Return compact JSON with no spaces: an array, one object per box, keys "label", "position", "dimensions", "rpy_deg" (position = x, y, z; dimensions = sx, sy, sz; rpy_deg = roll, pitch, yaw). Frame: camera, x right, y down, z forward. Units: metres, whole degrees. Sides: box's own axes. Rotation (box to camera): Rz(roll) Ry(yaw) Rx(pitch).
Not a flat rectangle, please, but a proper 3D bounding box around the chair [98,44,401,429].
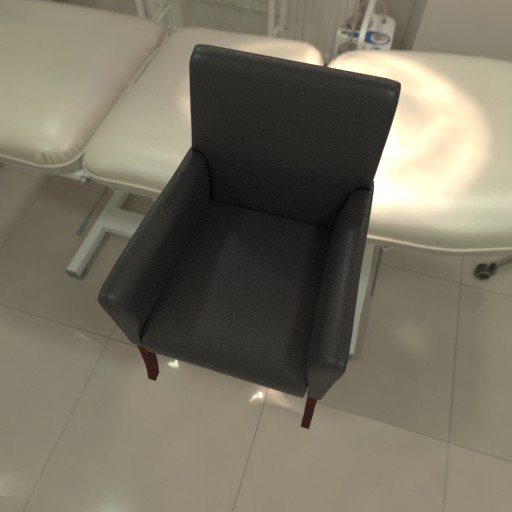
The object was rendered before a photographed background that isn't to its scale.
[{"label":"chair","position":[0.000,0.000,1.480],"dimensions":[0.683,0.951,0.772],"rpy_deg":[15,60,9]}]
